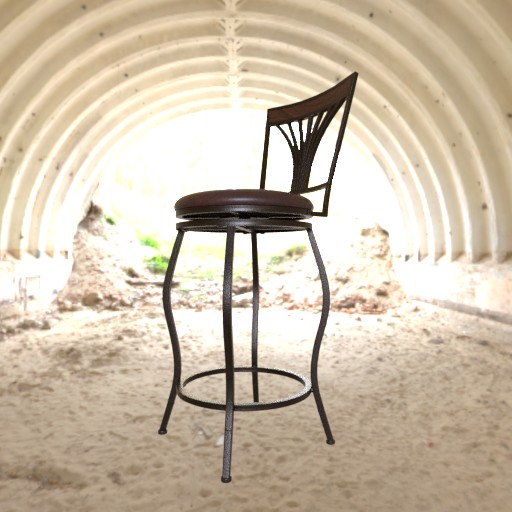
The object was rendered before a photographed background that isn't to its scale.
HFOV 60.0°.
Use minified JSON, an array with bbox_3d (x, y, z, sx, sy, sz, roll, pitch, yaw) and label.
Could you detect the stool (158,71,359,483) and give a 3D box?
[{"bbox_3d":[0.000,0.000,1.385,0.514,1.117,0.433,0,0,-37],"label":"stool"}]
